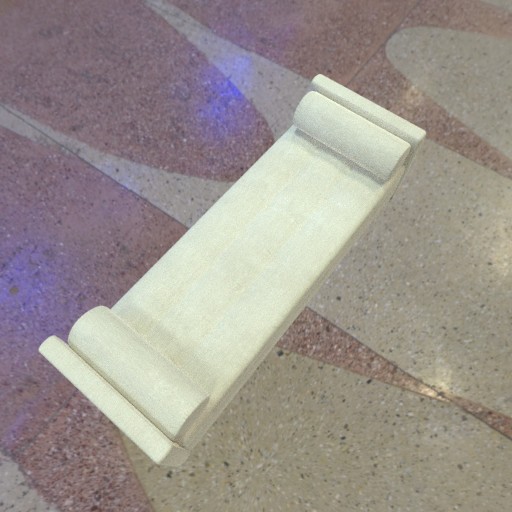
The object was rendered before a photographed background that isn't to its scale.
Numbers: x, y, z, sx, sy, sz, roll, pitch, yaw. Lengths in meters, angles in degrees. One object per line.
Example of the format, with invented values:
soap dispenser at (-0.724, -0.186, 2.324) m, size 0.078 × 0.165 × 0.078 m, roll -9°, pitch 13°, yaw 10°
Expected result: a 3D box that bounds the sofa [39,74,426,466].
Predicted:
sofa at (0.000, 0.000, 2.291) m, size 0.686 × 0.635 × 1.981 m, roll 36°, pitch 69°, yaw 16°
